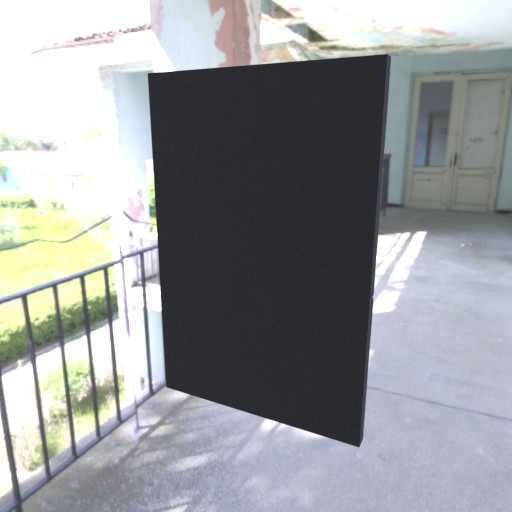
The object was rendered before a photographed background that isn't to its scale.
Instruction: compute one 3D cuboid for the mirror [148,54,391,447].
[{"bbox_3d":[0.000,0.000,1.147,0.606,0.912,0.044,8,17,26],"label":"mirror"}]
